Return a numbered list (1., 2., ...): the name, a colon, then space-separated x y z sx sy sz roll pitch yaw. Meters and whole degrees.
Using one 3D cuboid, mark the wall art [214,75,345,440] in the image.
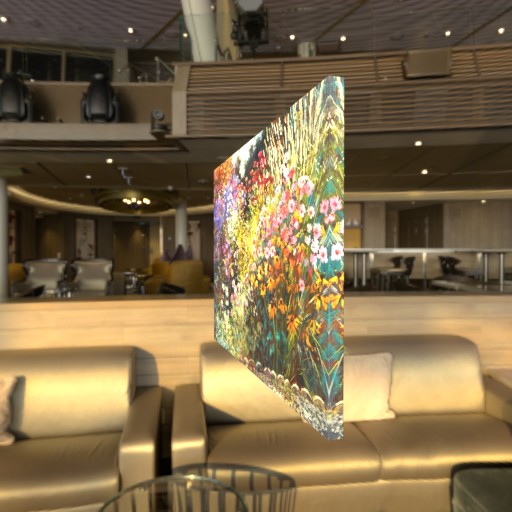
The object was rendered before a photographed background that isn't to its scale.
1. wall art: 0.000 0.000 1.469 0.042 0.760 1.136 0 1 -17
